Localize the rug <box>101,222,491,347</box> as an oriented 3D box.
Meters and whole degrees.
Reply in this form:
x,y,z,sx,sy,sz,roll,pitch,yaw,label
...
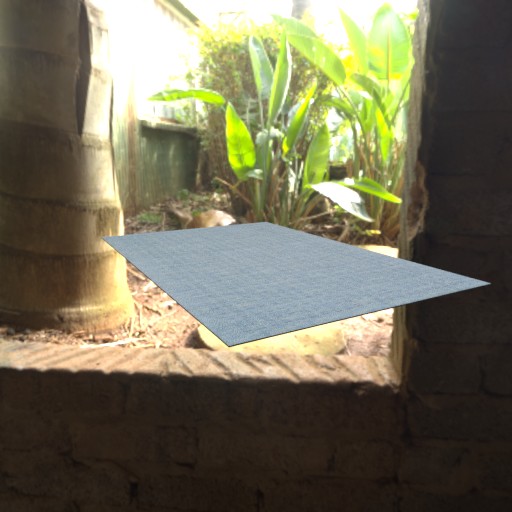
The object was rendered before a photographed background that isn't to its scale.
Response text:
x,y,z,sx,sy,sz,roll,pitch,yaw,label
0.000,0.000,2.911,1.522,0.006,2.286,-8,16,-29,rug
